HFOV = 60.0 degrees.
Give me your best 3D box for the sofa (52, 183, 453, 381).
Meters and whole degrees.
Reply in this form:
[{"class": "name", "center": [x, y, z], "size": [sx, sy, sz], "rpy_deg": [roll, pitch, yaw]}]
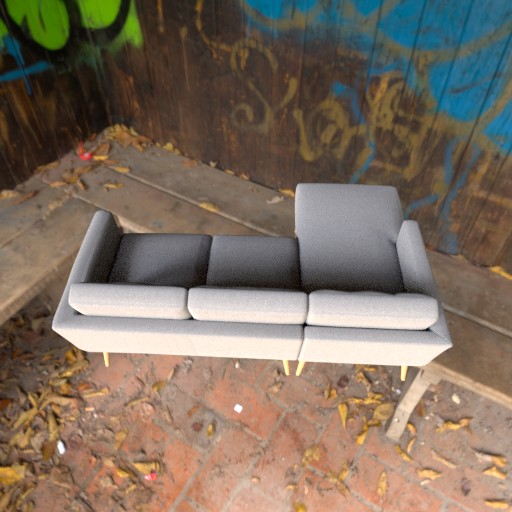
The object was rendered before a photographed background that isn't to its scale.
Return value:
[{"class": "sofa", "center": [0.000, 0.000, 2.849], "size": [2.040, 0.860, 1.530], "rpy_deg": [2, 47, 2]}]
